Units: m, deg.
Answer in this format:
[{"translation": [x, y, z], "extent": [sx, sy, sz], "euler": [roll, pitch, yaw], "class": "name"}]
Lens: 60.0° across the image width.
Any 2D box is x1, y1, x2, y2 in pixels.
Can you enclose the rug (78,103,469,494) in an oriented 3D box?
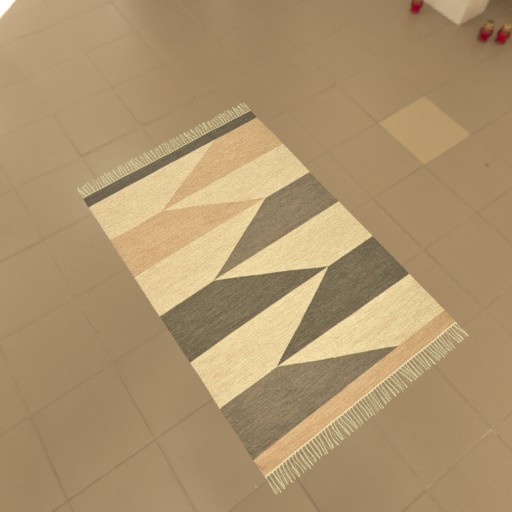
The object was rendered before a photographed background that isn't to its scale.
[{"translation": [0.000, 0.000, 2.455], "extent": [1.224, 0.027, 2.021], "euler": [-33, 67, -16], "class": "rug"}]
